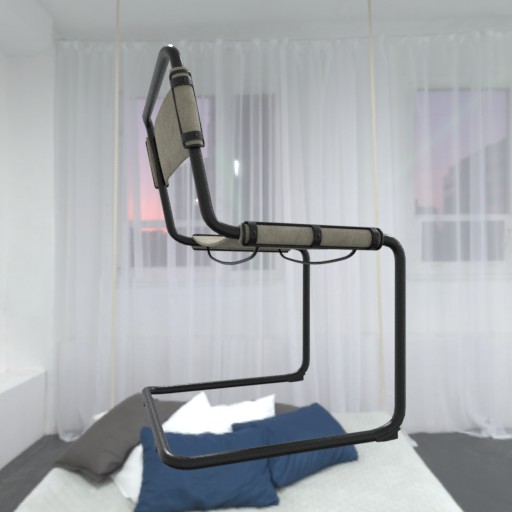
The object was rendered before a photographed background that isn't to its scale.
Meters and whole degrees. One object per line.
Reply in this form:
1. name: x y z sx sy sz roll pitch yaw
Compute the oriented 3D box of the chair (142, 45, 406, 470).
1. chair: 0.000 0.000 1.050 0.497 0.747 0.499 0 0 -19
